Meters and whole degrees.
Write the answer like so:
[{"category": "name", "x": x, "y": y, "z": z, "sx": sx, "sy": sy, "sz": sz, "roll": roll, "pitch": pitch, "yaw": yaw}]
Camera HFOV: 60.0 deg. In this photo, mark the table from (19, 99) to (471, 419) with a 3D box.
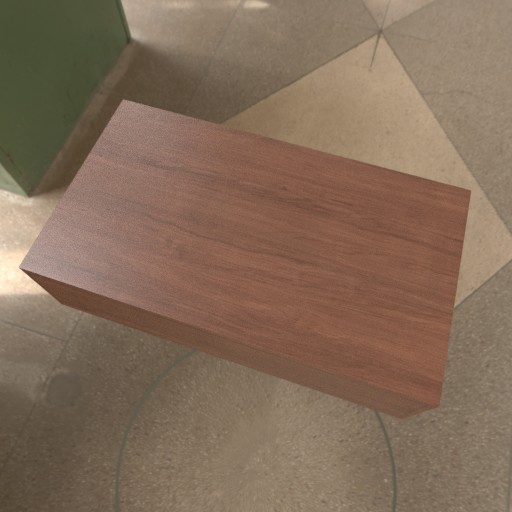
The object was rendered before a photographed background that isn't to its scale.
[{"category": "table", "x": 0.000, "y": 0.000, "z": 1.304, "sx": 1.020, "sy": 0.380, "sz": 0.600, "roll": 17, "pitch": 65, "yaw": 8}]
